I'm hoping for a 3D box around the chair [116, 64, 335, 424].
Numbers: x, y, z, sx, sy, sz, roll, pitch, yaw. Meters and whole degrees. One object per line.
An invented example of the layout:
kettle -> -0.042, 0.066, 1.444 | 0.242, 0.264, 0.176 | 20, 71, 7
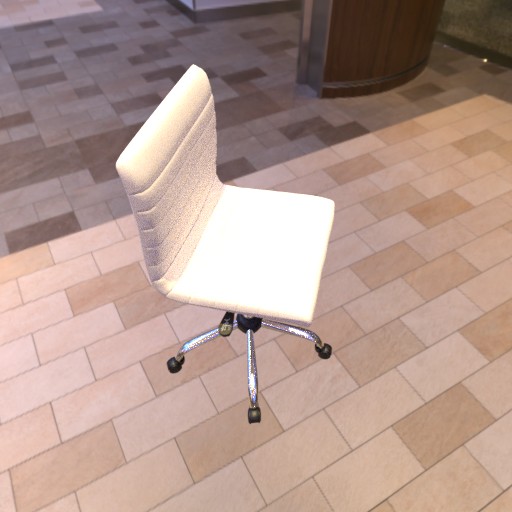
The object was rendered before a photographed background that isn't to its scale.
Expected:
chair -> 0.000, 0.000, 1.068 | 0.455, 0.750, 0.520 | 11, 48, 10
